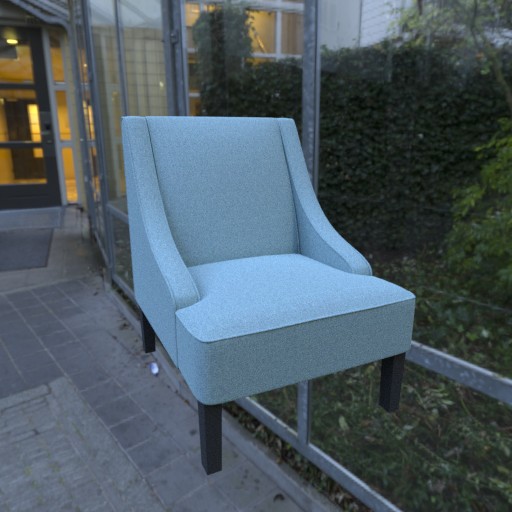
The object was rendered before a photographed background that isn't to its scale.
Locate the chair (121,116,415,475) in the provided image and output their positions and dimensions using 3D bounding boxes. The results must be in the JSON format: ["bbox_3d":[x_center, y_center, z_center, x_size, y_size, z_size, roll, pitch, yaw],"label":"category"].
[{"bbox_3d":[0.000,0.000,1.857,0.857,1.133,1.025,-8,18,-25],"label":"chair"}]
